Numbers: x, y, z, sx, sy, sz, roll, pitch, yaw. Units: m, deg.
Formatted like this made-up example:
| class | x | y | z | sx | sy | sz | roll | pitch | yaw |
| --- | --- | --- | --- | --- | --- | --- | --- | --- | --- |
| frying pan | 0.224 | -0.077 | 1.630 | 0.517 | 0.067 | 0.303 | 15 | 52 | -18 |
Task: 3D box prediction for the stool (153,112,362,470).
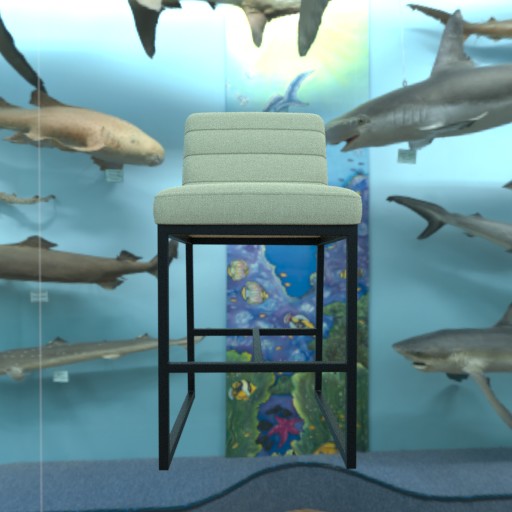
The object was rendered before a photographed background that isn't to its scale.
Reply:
| class | x | y | z | sx | sy | sz | roll | pitch | yaw |
| --- | --- | --- | --- | --- | --- | --- | --- | --- | --- |
| stool | 0.000 | 0.000 | 1.229 | 0.460 | 0.940 | 0.560 | 0 | 1 | -1 |
